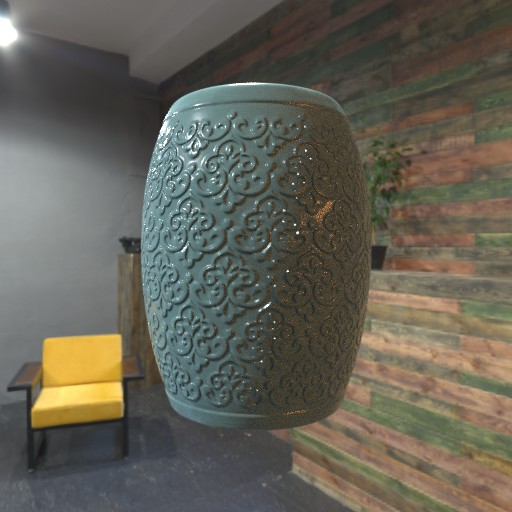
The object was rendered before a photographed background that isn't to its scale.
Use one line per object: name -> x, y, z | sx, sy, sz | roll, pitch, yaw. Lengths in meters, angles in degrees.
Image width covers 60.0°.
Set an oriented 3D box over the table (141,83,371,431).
table -> 0.000, 0.000, 0.615 | 0.309, 0.397, 0.309 | 0, 1, 0
